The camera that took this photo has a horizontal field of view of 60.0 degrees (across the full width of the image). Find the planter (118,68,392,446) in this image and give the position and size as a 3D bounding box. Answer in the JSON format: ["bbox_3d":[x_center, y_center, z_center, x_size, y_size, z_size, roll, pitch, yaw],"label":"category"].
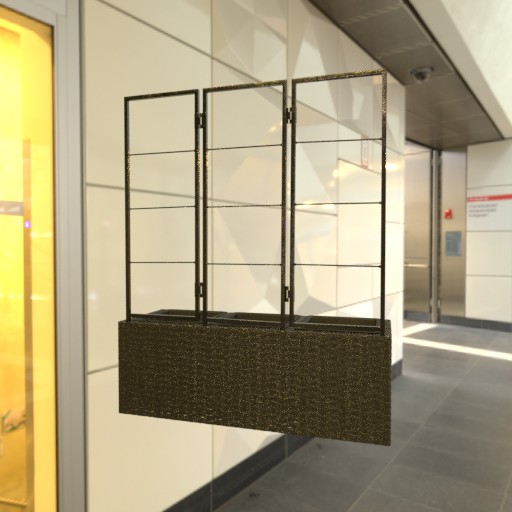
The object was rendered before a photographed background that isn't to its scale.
[{"bbox_3d":[0.000,0.000,1.190,0.698,0.841,0.244,0,1,16],"label":"planter"}]
